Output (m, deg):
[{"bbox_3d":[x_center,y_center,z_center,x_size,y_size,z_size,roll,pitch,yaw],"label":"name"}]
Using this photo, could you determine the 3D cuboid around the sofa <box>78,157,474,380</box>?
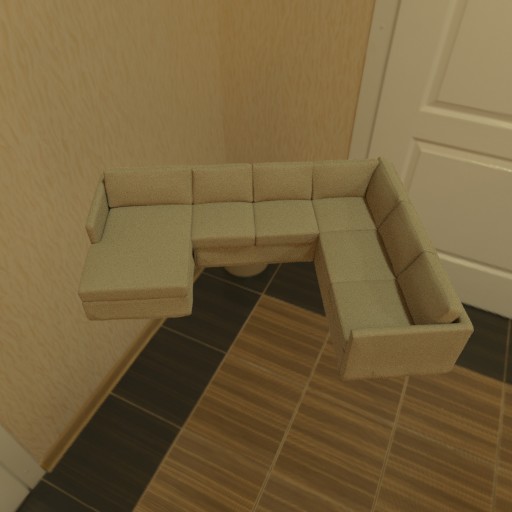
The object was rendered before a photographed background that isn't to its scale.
[{"bbox_3d":[0.000,0.000,4.591,3.528,0.878,2.476,-3,46,-3],"label":"sofa"}]
